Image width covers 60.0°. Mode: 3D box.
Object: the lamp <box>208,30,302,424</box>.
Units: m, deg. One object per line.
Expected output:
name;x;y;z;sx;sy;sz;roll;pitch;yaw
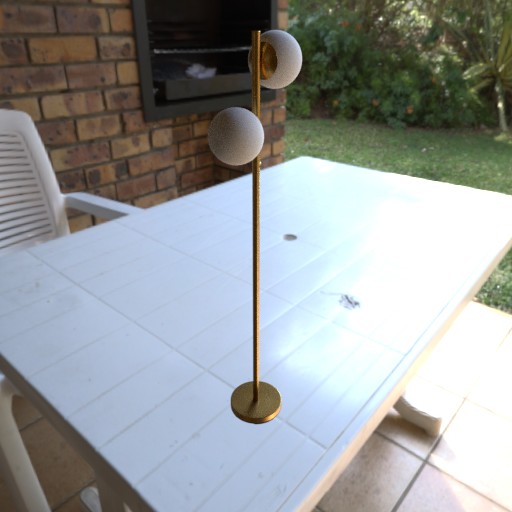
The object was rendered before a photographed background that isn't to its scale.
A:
lamp;0.000;0.000;1.806;0.249;1.641;0.419;18;32;31
